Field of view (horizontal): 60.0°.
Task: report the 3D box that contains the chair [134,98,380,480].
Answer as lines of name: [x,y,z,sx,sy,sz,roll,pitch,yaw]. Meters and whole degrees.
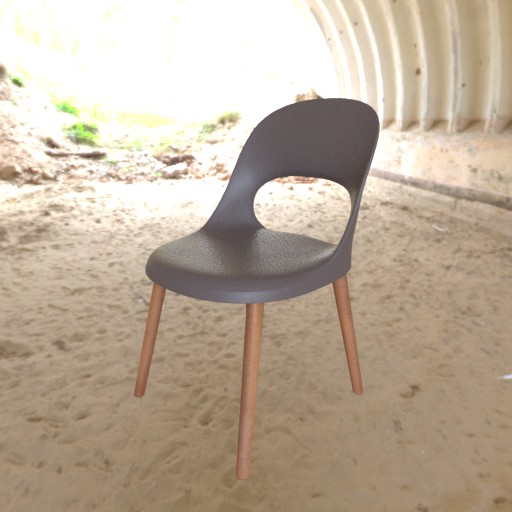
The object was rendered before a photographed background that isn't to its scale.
chair: [0.000,0.000,1.153,0.470,0.794,0.556,16,23,43]
